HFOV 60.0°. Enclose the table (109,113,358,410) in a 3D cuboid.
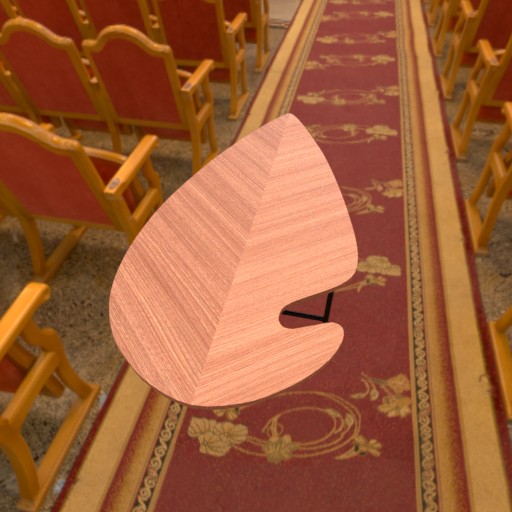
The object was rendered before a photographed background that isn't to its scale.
[{"bbox_3d":[0.000,0.000,1.414,0.598,0.360,1.199,9,46,9],"label":"table"}]
